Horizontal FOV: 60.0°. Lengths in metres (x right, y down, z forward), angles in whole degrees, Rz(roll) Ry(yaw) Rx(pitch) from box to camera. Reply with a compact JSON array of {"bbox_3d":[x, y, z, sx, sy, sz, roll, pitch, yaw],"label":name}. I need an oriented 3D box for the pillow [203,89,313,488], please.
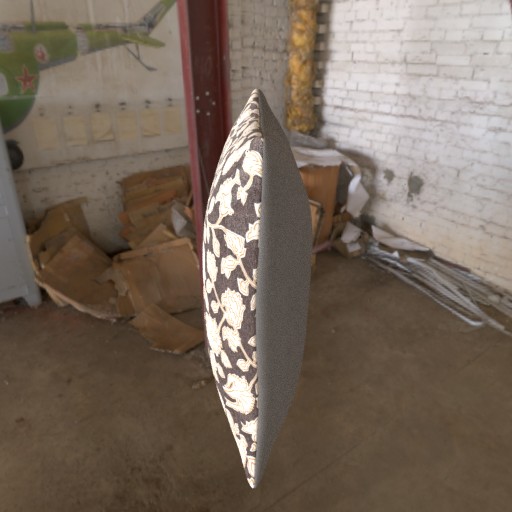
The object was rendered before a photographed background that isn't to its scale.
[{"bbox_3d":[0.000,0.000,0.775,0.166,0.507,0.526,0,26,0],"label":"pillow"}]
